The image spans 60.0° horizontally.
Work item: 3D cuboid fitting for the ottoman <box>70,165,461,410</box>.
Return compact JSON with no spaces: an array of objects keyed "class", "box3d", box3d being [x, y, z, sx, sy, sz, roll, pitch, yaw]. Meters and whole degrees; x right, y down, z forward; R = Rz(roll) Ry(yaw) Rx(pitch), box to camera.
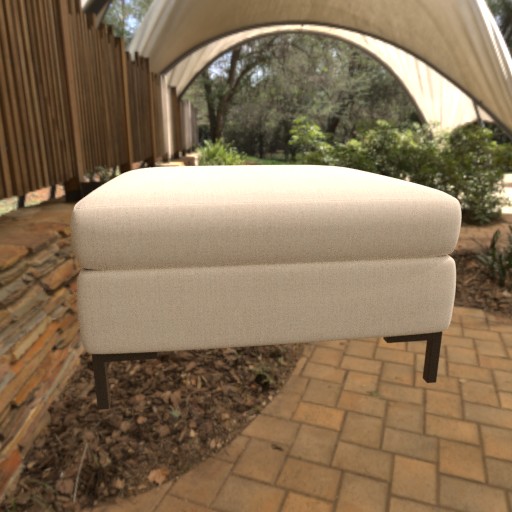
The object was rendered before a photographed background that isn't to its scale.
[{"class":"ottoman","box3d":[0.000,0.000,1.185,0.794,0.453,0.657,-2,16,-8]}]
